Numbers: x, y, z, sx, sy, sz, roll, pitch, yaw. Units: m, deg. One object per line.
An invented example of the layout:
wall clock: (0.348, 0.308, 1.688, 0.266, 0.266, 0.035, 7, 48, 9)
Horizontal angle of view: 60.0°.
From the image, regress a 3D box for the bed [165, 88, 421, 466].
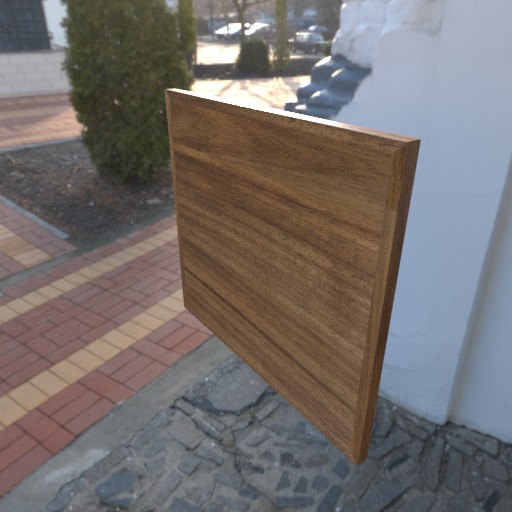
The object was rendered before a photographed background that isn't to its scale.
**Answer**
bed: (0.000, 0.000, 1.458, 0.043, 0.940, 1.041, -19, 33, -32)
